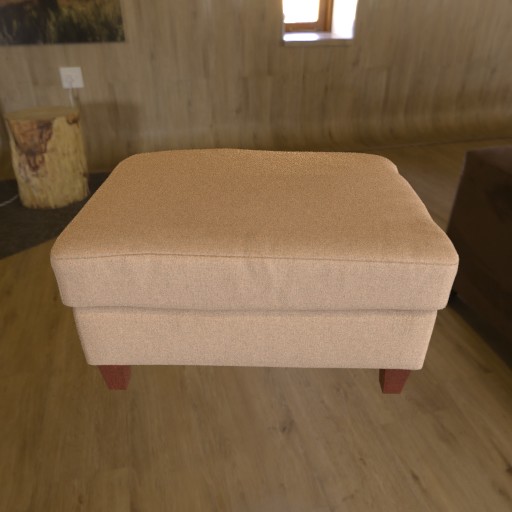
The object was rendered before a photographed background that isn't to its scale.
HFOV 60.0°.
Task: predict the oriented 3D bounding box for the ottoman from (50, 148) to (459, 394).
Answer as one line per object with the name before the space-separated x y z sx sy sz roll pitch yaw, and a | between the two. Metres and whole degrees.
ottoman | 0.000 0.000 1.320 0.902 0.511 0.692 1 31 1
